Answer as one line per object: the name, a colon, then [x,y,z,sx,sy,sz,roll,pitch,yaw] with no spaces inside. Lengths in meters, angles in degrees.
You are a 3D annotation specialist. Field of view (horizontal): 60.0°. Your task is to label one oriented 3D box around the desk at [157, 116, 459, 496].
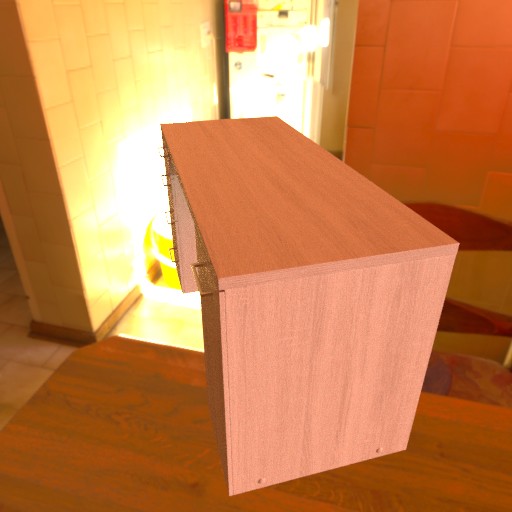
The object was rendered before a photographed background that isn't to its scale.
desk: [0.000,0.000,1.725,0.600,0.740,1.390,-8,31,-13]
